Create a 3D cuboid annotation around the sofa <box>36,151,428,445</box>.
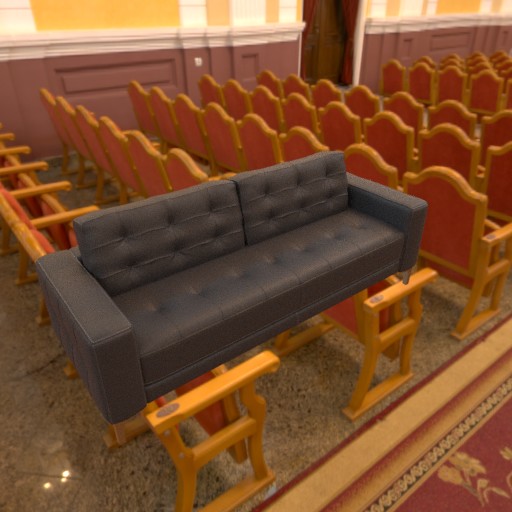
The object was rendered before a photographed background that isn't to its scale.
[{"bbox_3d":[0.000,0.000,2.672,2.275,0.893,0.833,-21,37,-32],"label":"sofa"}]
